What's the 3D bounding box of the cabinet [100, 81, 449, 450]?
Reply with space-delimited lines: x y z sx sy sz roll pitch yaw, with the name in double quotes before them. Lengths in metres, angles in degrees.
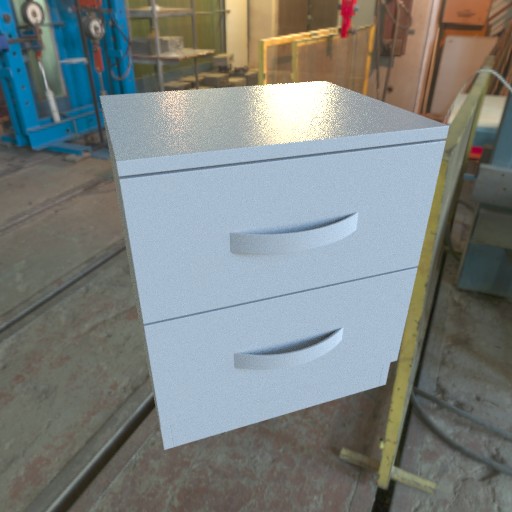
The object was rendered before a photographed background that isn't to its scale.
"cabinet" 0.000 0.000 0.737 0.400 0.470 0.360 -10 32 -17
